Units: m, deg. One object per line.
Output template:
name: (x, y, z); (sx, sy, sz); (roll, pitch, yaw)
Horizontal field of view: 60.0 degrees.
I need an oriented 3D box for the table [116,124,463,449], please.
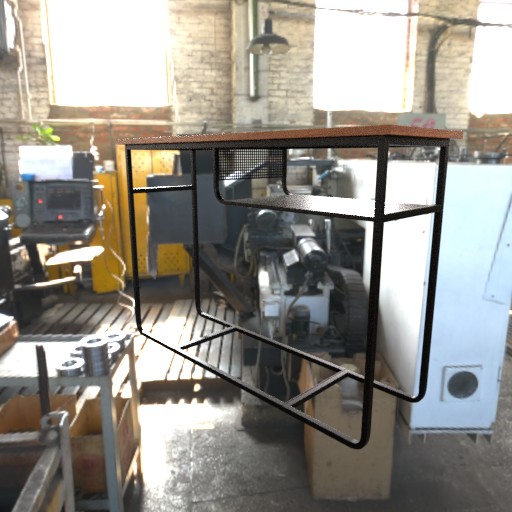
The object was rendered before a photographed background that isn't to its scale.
table: (0.000, 0.000, 1.436); (0.350, 0.750, 1.100); (-12, 18, -43)
